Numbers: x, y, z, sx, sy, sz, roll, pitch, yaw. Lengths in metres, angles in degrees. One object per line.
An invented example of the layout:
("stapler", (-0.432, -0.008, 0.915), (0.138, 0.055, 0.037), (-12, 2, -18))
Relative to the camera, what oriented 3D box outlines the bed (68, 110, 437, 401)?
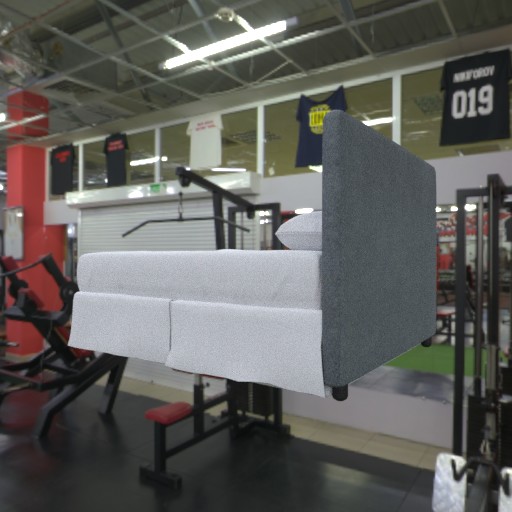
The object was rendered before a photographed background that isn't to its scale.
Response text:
("bed", (0.000, 0.000, 3.227), (2.142, 1.330, 1.713), (0, 0, 36))
